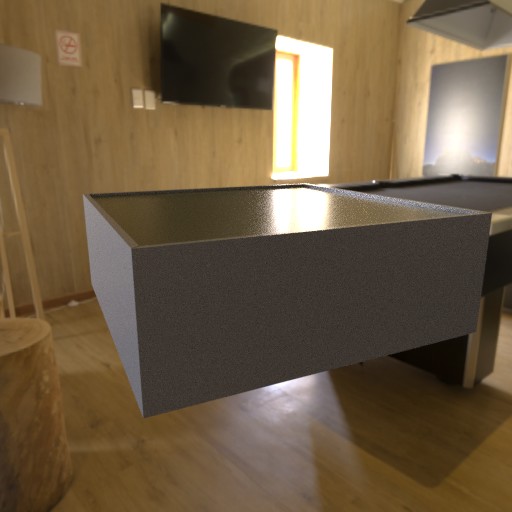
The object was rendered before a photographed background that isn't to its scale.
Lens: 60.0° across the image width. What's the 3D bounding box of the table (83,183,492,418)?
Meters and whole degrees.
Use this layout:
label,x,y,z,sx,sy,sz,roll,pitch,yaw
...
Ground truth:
label,x,y,z,sx,sy,sz,roll,pitch,yaw
table,0.000,0.000,1.222,0.801,0.299,0.801,-7,16,-25
